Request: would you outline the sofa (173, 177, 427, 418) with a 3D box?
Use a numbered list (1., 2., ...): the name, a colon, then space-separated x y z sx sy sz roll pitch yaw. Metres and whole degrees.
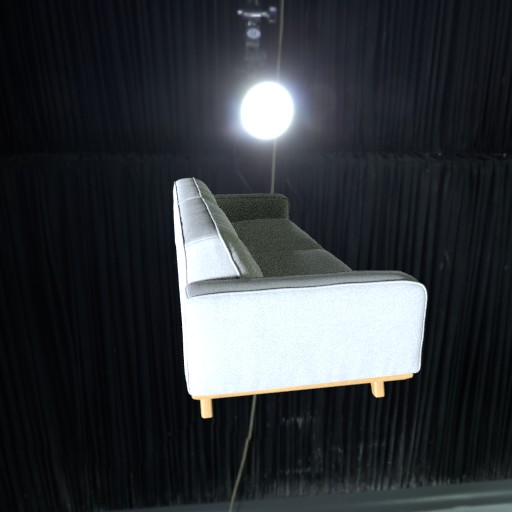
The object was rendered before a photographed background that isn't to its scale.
1. sofa: 0.000 0.000 2.726 0.956 0.781 2.270 -3 17 -10
